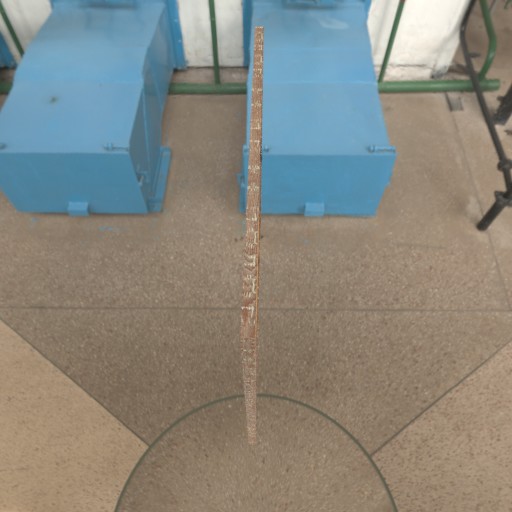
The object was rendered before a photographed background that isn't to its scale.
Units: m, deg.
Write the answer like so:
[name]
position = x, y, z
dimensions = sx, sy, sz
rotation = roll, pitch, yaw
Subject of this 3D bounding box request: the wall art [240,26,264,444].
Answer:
[wall art]
position = 0.000, 0.000, 0.569
dimensions = 0.012, 0.384, 0.384
rotation = 1, 57, 1
